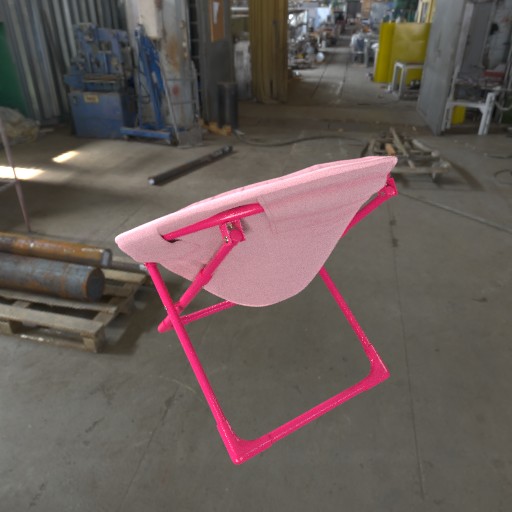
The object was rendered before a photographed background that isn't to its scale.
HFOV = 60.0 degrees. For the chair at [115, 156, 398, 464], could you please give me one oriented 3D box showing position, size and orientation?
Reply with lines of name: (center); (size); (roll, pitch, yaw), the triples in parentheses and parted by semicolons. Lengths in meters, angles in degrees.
chair: (0.000, 0.000, 0.881); (0.522, 0.494, 0.459); (-18, 34, -29)
